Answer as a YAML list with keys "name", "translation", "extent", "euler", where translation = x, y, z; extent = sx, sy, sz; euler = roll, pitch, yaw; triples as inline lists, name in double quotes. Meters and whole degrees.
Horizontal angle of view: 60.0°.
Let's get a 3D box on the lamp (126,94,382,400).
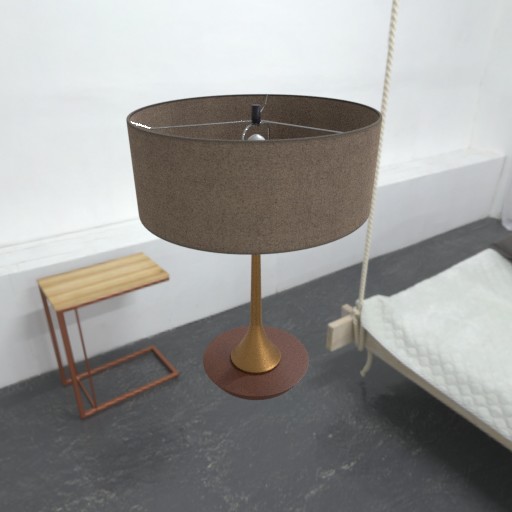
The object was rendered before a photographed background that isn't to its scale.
- name: "lamp"
  translation: [0.000, 0.000, 0.844]
  extent: [0.396, 0.551, 0.417]
  euler: [19, 33, 31]
